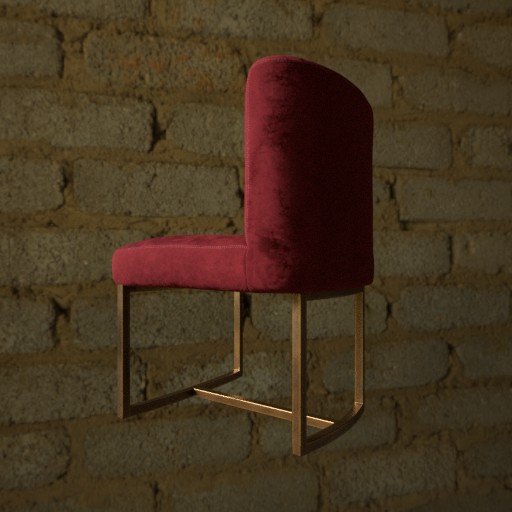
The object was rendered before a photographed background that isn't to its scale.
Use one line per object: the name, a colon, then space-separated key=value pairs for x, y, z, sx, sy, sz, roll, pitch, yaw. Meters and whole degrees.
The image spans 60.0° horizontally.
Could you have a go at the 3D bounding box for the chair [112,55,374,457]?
chair: x=0.000 y=0.000 z=1.180 sx=0.560 sy=0.824 sz=0.530 roll=0 pitch=0 yaw=36
